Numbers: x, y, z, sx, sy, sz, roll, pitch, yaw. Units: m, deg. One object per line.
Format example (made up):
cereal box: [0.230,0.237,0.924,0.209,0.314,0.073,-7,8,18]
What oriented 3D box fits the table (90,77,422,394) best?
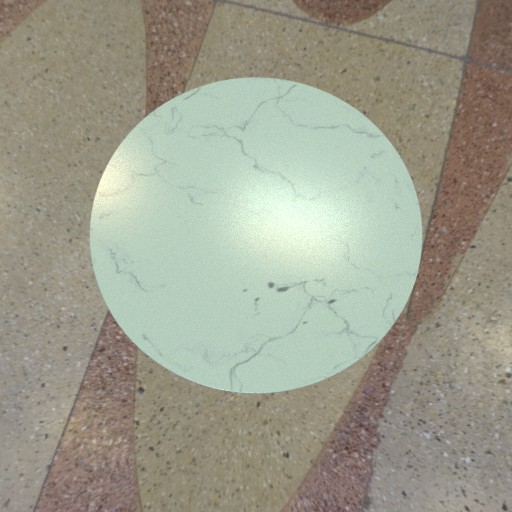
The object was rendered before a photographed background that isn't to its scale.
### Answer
table: [0.000,0.000,0.870,0.500,0.420,0.500,0,75,0]
